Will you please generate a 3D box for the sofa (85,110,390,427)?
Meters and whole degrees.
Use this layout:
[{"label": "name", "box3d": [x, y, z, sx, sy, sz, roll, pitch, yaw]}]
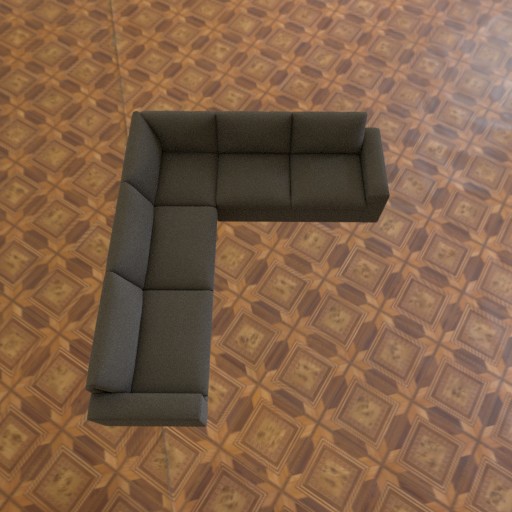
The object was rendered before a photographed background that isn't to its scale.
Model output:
[{"label": "sofa", "box3d": [0.000, 0.000, 4.624, 2.895, 0.965, 3.277, 0, 64, 0]}]
